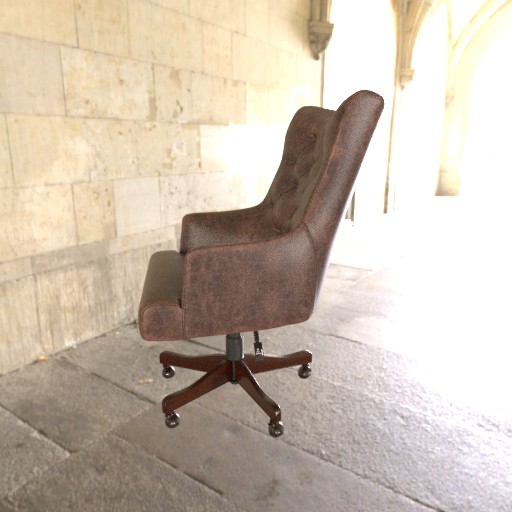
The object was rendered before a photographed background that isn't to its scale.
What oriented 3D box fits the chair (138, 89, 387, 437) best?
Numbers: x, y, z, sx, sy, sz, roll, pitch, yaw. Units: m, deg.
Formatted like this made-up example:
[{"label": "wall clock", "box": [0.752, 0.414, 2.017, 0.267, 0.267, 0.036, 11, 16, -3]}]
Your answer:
[{"label": "chair", "box": [0.000, 0.000, 1.531, 0.762, 1.035, 0.641, -2, 14, -10]}]
